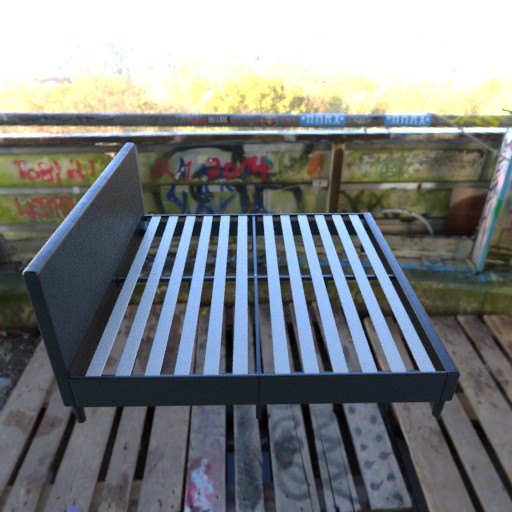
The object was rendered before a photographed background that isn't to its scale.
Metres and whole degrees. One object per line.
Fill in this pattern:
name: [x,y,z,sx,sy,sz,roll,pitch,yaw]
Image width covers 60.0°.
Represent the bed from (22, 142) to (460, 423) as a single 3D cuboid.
bed: [0.000,0.000,3.136,2.152,1.046,2.018,-1,31,-1]
